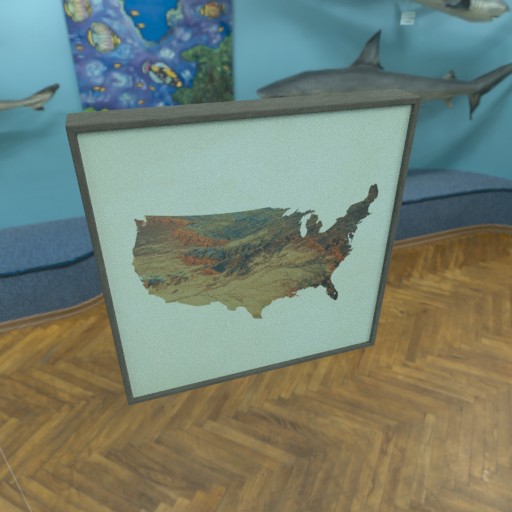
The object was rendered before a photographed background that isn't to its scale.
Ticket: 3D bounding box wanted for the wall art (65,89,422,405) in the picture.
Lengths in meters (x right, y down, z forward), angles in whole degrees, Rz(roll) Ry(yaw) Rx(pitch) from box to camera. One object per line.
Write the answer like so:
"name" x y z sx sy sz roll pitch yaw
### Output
"wall art" 0.000 0.000 0.455 0.303 0.302 0.038 -10 33 -15
